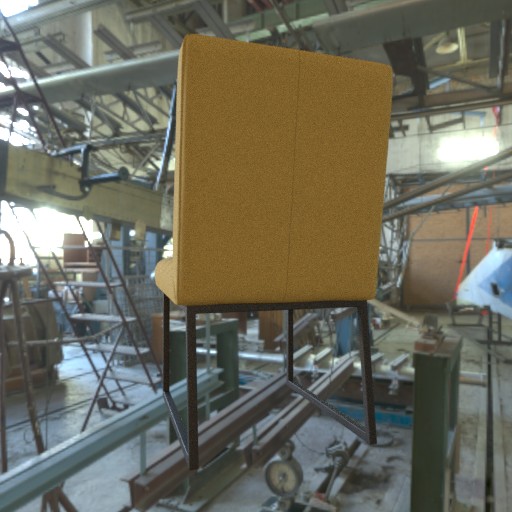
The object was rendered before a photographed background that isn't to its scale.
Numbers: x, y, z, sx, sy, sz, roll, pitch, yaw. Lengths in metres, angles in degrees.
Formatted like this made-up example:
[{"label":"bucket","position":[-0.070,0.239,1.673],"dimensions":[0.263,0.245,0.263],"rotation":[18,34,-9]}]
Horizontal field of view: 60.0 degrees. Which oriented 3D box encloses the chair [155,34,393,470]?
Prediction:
[{"label":"chair","position":[0.000,0.000,1.271],"dimensions":[0.520,0.930,0.634],"rotation":[0,-1,-18]}]
